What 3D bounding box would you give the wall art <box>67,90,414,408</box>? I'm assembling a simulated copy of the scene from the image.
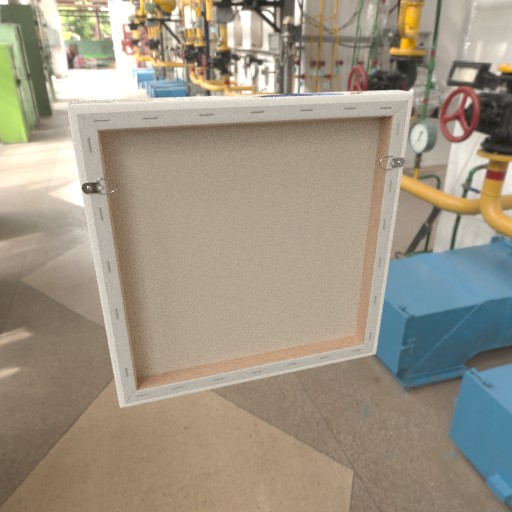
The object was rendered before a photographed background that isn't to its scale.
[{"bbox_3d":[0.000,0.000,0.744,0.507,0.508,0.038,-8,27,-15],"label":"wall art"}]
